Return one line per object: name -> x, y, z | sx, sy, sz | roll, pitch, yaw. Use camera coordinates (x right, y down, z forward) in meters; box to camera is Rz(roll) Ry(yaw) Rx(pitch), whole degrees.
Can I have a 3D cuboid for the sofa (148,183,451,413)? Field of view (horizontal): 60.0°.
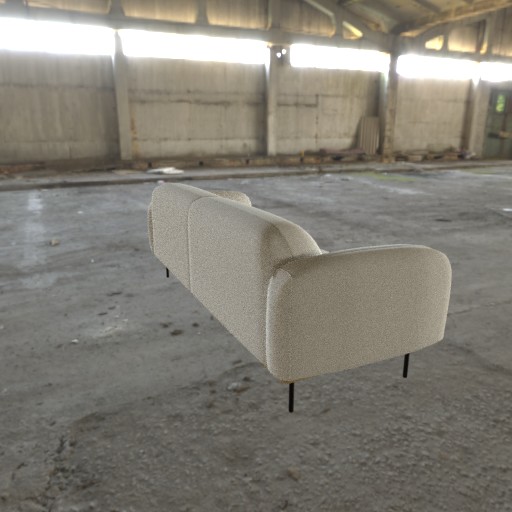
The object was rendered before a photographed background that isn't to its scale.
sofa -> 0.000, 0.000, 2.736 | 0.870, 0.780, 2.280 | -7, 17, -25
